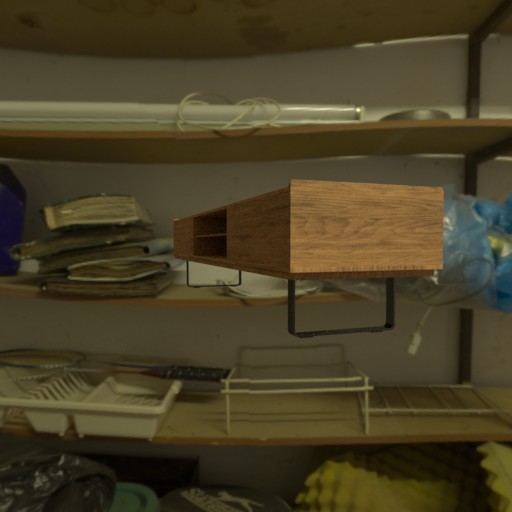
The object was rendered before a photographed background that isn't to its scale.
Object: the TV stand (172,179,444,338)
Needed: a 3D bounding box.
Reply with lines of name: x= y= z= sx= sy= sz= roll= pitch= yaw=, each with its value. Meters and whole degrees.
TV stand: x=0.000 y=0.000 z=1.985 sx=0.467 sy=0.415 sz=1.796 roll=-1 pitch=2 yaw=-20
